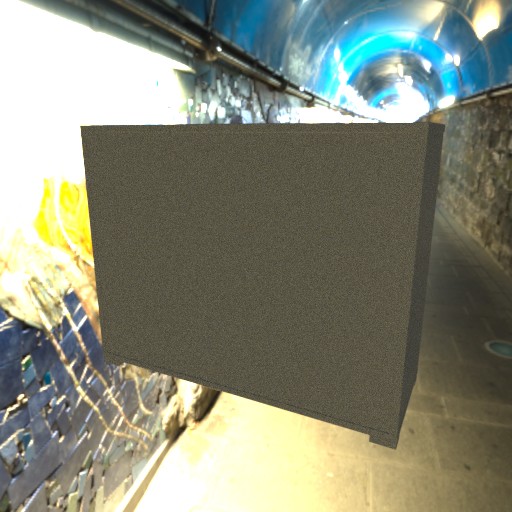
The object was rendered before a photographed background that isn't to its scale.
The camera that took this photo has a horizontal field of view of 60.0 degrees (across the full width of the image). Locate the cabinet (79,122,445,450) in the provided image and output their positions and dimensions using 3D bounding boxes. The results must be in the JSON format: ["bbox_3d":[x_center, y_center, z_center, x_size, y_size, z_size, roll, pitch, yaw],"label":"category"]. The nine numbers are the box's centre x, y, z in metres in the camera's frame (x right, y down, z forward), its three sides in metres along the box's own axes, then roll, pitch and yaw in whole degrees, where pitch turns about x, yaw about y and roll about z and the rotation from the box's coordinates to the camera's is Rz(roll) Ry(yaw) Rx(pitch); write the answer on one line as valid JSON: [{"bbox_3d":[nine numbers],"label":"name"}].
[{"bbox_3d":[0.000,0.000,1.408,1.000,0.800,0.400,8,17,26],"label":"cabinet"}]
